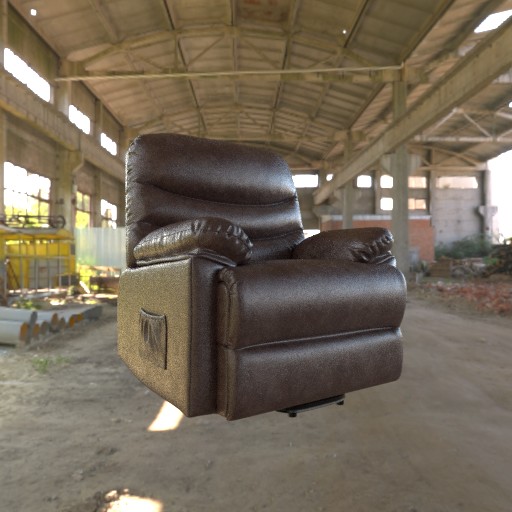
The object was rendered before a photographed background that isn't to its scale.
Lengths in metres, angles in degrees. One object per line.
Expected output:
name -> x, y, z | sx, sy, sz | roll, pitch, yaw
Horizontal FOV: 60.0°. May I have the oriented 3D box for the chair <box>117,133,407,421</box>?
chair -> 0.000, 0.000, 1.768 | 0.940, 1.041, 0.879 | 0, -1, -35
